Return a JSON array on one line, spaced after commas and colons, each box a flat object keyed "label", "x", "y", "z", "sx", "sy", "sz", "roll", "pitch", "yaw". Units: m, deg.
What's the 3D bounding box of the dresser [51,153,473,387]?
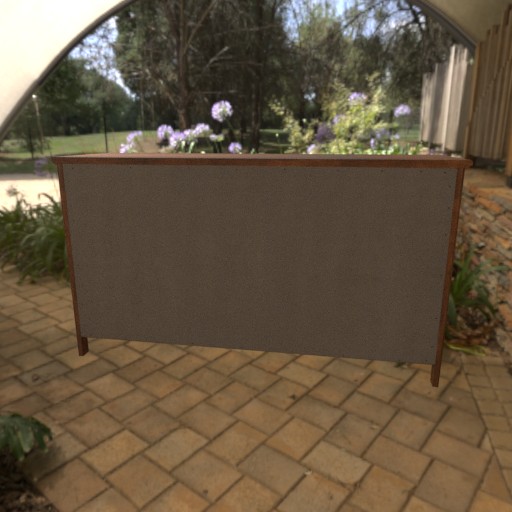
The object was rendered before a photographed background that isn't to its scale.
[{"label": "dresser", "x": 0.000, "y": 0.000, "z": 1.935, "sx": 1.551, "sy": 0.856, "sz": 0.463, "roll": 3, "pitch": 15, "yaw": 9}]
